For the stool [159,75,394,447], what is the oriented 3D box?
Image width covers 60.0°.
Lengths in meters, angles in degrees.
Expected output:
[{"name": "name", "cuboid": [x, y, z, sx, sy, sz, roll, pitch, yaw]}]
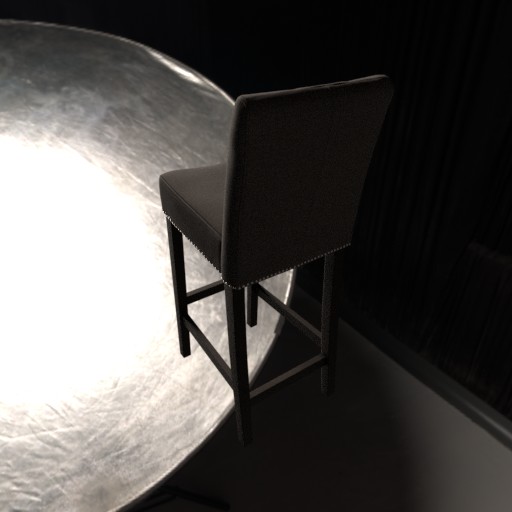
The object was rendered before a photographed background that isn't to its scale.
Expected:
[{"name": "stool", "cuboid": [0.000, 0.000, 1.329, 0.411, 1.047, 0.548, -20, 37, -29]}]
